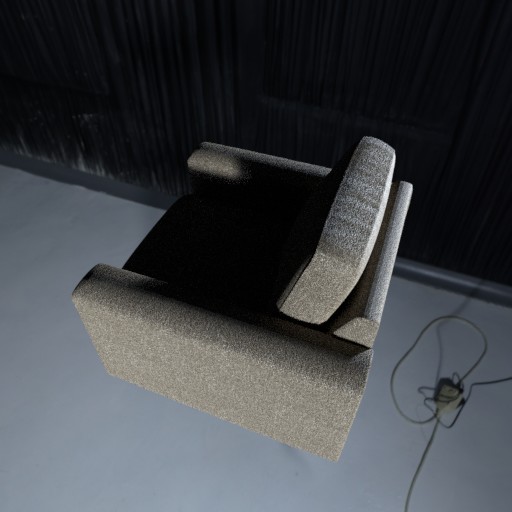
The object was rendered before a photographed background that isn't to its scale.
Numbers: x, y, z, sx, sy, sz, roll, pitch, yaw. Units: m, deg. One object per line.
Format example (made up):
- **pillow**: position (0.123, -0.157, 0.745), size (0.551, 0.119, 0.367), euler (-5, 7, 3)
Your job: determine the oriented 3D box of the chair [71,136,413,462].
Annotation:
- **chair**: position (0.000, 0.000, 1.741), size (1.016, 0.873, 1.005), euler (16, 49, 15)
